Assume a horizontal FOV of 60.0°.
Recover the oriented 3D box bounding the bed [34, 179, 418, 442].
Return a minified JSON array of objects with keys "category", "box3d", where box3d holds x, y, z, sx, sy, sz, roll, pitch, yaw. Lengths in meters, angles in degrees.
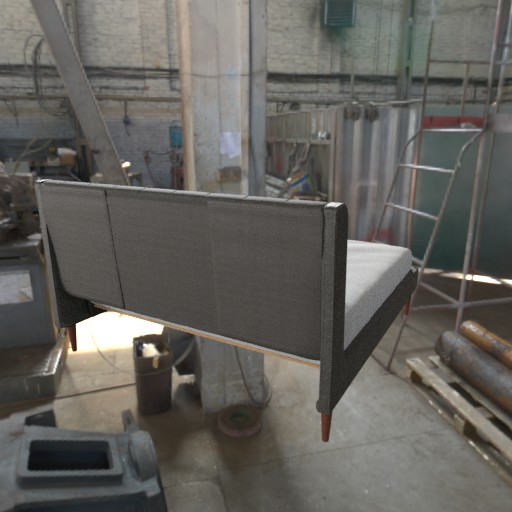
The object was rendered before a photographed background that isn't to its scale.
[{"category":"bed","box3d":[0.000,0.000,3.166,1.903,1.158,2.031,9,18,29]}]
